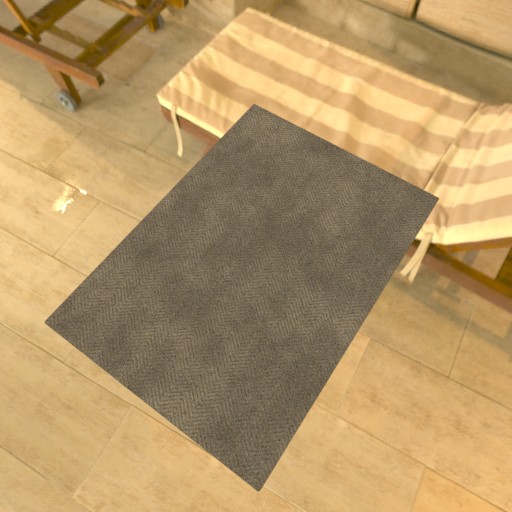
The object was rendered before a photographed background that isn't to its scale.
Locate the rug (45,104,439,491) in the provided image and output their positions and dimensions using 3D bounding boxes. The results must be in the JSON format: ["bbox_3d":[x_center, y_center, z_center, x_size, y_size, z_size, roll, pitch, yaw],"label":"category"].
[{"bbox_3d":[0.000,0.000,2.918,1.600,0.008,2.235,32,67,15],"label":"rug"}]
